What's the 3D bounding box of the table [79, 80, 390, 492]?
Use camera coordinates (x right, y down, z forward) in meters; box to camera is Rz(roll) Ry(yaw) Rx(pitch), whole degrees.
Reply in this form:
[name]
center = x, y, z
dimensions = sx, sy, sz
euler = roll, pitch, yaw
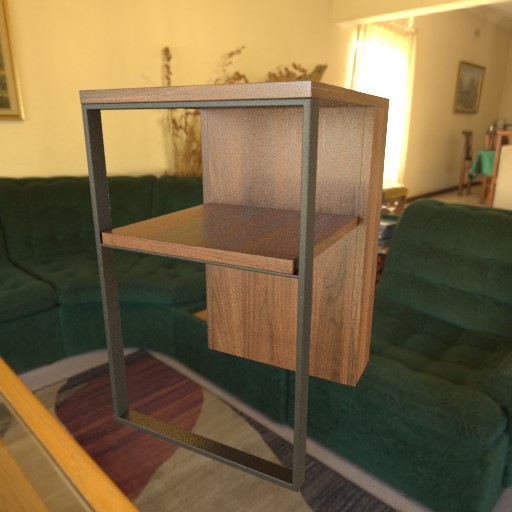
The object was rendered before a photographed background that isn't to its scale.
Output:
[table]
center = 0.000, 0.000, 1.523
dimensions = 0.660, 1.041, 0.786
euler = 8, 19, 26
